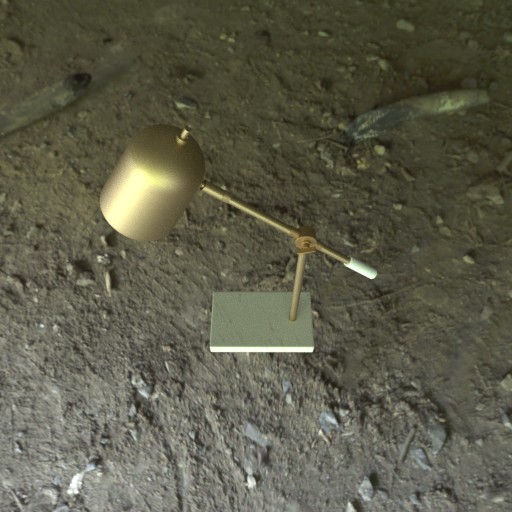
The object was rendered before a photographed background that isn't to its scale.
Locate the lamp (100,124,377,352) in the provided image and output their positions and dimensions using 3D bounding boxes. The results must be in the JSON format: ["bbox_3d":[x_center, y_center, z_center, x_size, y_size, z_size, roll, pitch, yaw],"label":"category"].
[{"bbox_3d":[0.000,0.000,0.817,0.471,0.603,0.144,0,57,0],"label":"lamp"}]
